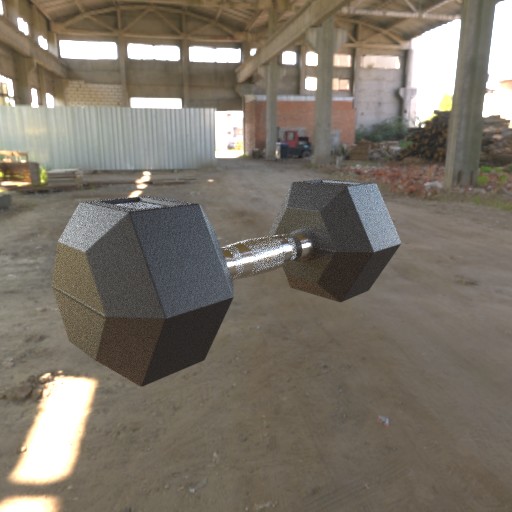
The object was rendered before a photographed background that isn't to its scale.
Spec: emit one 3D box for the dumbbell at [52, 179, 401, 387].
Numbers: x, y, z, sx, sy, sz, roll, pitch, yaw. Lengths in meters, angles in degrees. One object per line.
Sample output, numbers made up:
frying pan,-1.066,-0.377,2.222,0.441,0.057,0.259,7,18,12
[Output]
dumbbell,0.000,0.000,0.383,0.315,0.113,0.129,-14,20,-43
